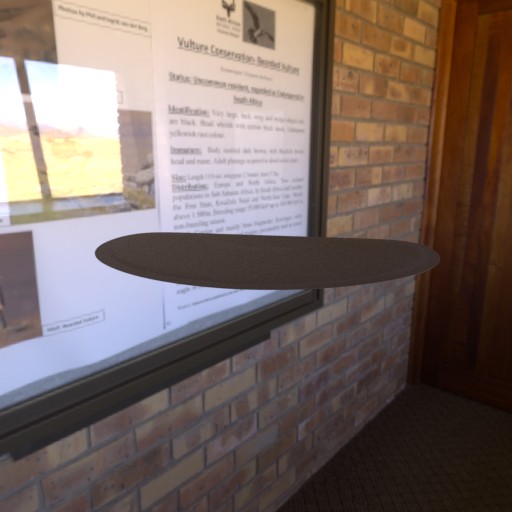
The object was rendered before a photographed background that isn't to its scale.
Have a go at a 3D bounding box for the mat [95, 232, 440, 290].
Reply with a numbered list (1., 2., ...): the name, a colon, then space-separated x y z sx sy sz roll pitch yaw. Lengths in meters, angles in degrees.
1. mat: 0.000 0.000 1.863 1.524 0.013 0.913 2 14 9
